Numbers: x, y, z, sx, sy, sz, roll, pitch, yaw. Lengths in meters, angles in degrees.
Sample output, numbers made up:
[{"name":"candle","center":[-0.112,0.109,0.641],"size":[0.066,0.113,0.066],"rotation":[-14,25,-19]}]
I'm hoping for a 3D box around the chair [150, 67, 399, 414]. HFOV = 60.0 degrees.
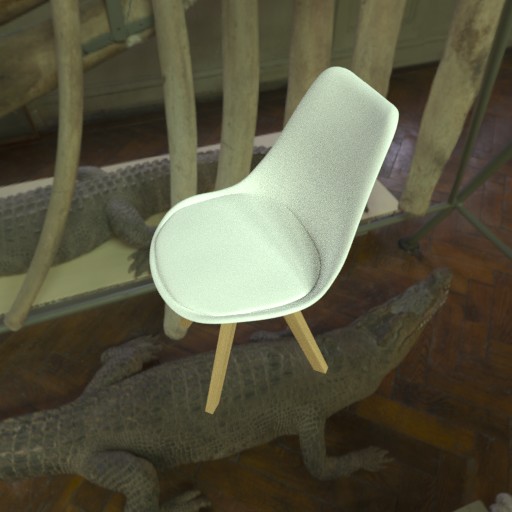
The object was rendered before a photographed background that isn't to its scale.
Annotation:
[{"name":"chair","center":[0.000,0.000,1.185],"size":[0.550,0.849,0.485],"rotation":[-16,48,-14]}]
